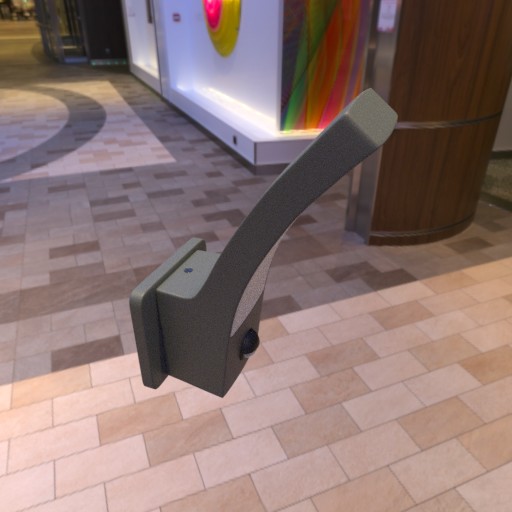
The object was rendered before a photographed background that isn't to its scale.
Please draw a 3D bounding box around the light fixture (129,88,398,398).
[{"bbox_3d":[0.000,0.000,0.339,0.174,0.243,0.108,11,31,18],"label":"light fixture"}]
